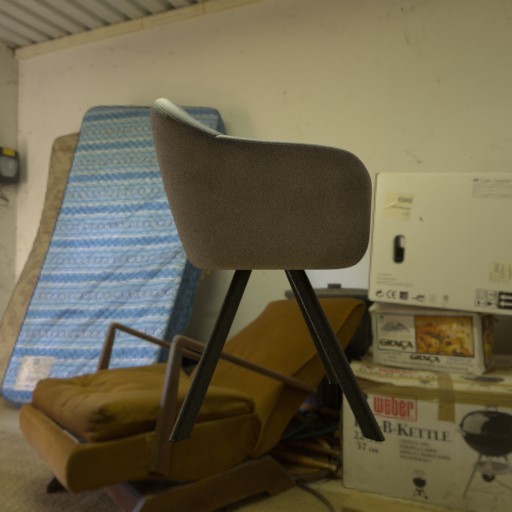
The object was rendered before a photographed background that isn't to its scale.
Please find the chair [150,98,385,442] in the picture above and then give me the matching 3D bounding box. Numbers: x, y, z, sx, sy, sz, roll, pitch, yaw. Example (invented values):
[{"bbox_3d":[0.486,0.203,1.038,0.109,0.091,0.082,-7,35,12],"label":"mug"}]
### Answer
[{"bbox_3d":[0.000,0.000,1.165,0.540,0.780,0.570,0,-1,0],"label":"chair"}]
